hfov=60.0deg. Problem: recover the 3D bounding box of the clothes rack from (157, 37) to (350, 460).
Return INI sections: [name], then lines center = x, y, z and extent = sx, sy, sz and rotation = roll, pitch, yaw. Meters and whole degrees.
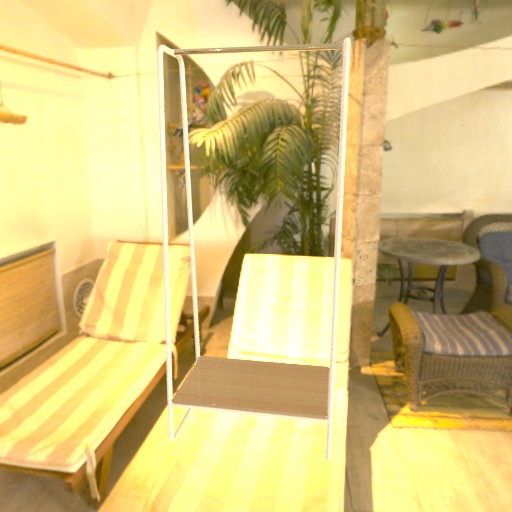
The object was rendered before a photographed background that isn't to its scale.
[clothes rack]
center = 0.000, 0.000, 1.722
extent = 0.640, 1.500, 0.400
rotation = 3, 14, 10
